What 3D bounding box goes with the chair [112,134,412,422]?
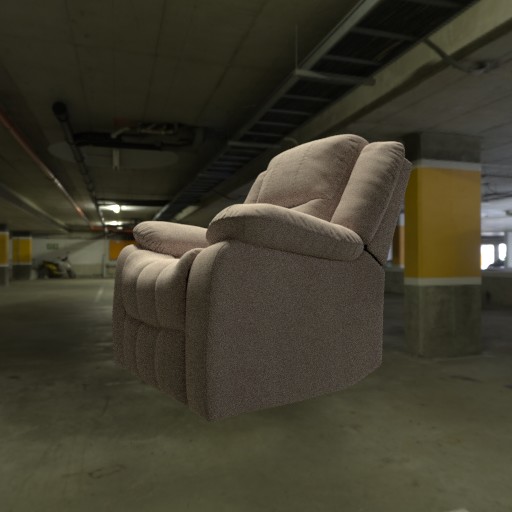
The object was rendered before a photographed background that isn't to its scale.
[{"bbox_3d":[0.000,0.000,1.774,0.944,1.008,0.899,0,0,-35],"label":"chair"}]
